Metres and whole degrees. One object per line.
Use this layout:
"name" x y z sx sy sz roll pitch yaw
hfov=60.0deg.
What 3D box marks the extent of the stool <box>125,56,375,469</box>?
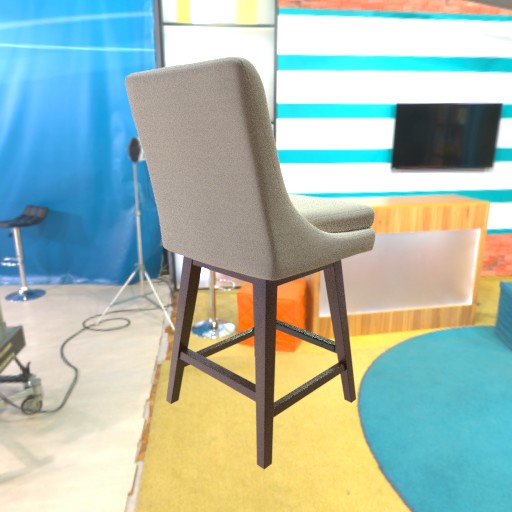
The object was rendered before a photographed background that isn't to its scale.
"stool" 0.000 0.000 1.300 0.483 0.991 0.559 15 21 42
